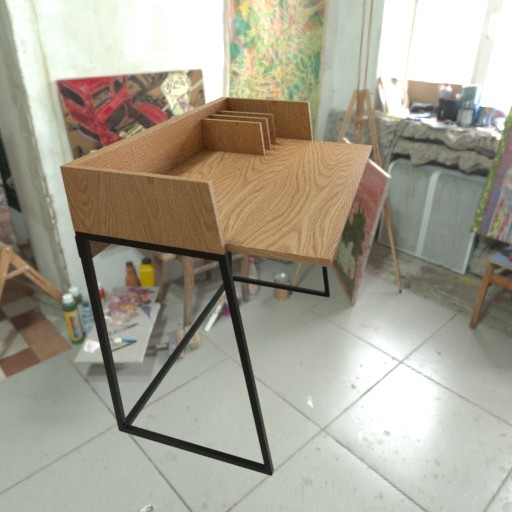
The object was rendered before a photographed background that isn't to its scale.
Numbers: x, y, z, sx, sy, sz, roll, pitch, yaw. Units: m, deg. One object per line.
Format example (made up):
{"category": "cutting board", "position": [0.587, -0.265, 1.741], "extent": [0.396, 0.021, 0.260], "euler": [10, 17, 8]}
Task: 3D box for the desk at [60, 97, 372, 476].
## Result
{"category": "desk", "position": [0.000, 0.000, 1.868], "extent": [0.769, 1.061, 1.191], "euler": [9, 30, 16]}
